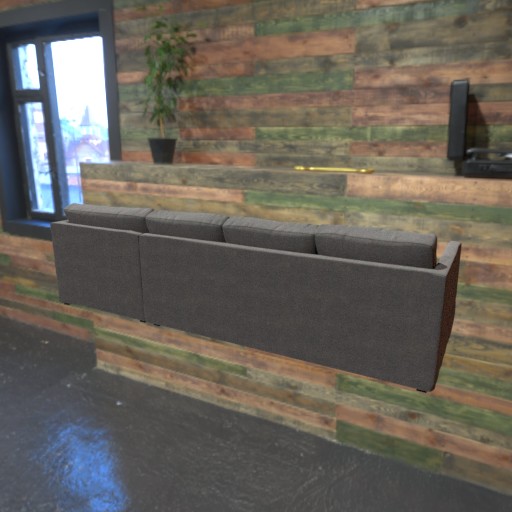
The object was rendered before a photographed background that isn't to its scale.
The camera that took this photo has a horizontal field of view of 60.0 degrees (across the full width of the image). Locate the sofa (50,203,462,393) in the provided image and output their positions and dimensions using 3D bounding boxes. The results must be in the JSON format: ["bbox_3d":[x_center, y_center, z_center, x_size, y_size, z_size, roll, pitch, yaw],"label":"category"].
[{"bbox_3d":[0.000,0.000,3.831,3.205,0.922,1.650,8,17,28],"label":"sofa"}]
